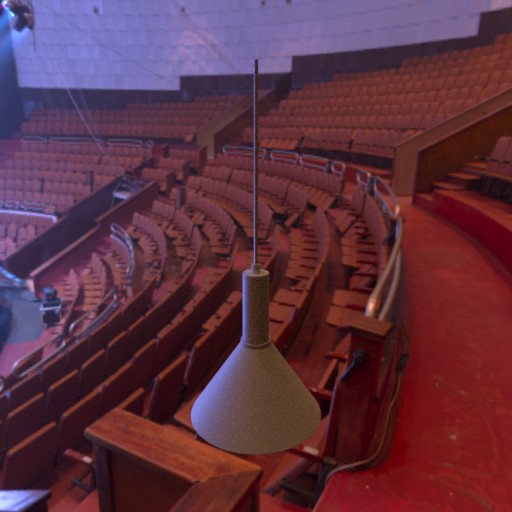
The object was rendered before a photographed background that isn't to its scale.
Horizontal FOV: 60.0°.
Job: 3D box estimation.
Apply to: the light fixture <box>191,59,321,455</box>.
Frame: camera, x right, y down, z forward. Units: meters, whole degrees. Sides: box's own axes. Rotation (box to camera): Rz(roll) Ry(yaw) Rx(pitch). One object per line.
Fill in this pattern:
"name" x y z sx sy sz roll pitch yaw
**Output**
"light fixture" 0.000 0.000 0.832 0.267 0.683 0.267 8 17 28
